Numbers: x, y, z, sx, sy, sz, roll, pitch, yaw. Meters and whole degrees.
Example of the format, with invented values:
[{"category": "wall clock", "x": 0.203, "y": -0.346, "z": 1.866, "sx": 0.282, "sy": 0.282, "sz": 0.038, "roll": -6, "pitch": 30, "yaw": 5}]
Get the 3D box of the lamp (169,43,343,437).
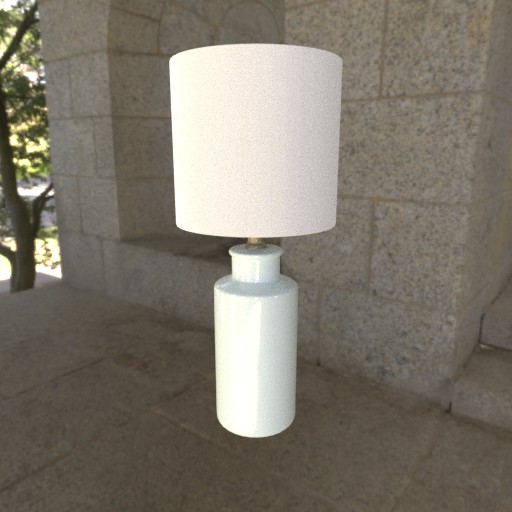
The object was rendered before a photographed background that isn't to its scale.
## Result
[{"category": "lamp", "x": 0.000, "y": 0.000, "z": 0.609, "sx": 0.212, "sy": 0.493, "sz": 0.212, "roll": 2, "pitch": 14, "yaw": 9}]
